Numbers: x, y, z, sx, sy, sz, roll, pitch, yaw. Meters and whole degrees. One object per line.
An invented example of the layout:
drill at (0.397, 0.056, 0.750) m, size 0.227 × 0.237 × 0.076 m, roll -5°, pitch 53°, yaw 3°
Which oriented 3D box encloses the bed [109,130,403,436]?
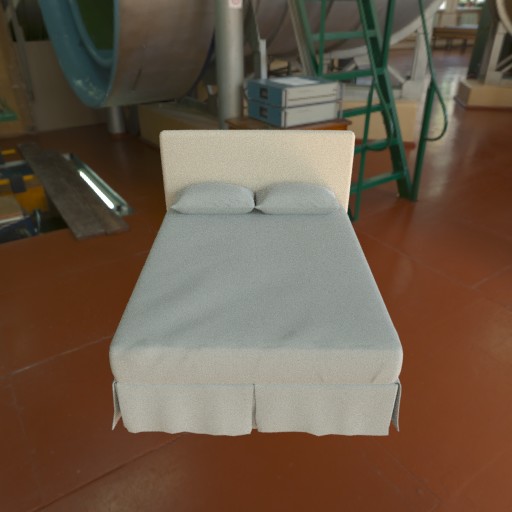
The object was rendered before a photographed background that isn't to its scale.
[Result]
bed at (0.000, 0.000, 3.265) m, size 1.748 × 1.330 × 2.142 m, roll 0°, pitch 30°, yaw 0°
